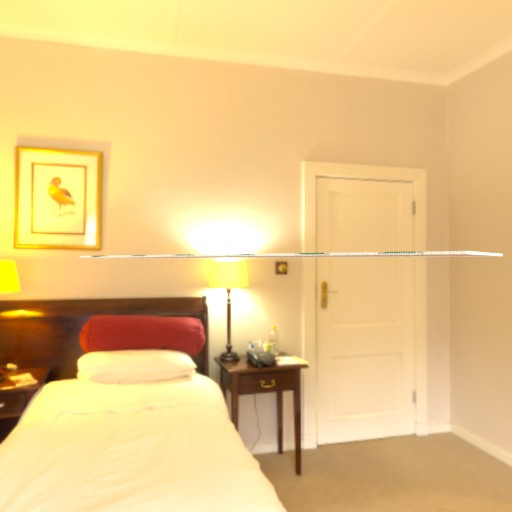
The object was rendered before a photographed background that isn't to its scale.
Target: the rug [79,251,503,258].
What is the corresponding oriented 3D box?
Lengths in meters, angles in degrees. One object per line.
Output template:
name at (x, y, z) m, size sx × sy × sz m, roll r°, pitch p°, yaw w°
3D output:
rug at (0.000, 0.000, 2.590) m, size 2.438 × 0.012 × 0.768 m, roll 0°, pitch -1°, yaw 37°
